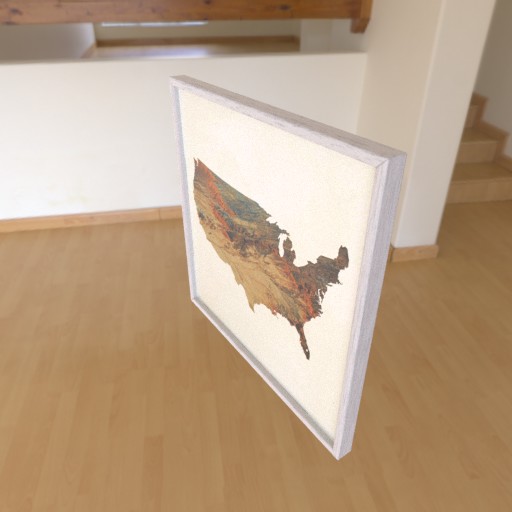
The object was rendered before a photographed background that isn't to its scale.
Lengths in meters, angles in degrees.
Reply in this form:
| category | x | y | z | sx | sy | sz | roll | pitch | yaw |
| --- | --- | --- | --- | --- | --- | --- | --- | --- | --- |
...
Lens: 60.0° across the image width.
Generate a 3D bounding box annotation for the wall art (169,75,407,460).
| category | x | y | z | sx | sy | sz | roll | pitch | yaw |
| --- | --- | --- | --- | --- | --- | --- | --- | --- | --- |
| wall art | 0.000 | 0.000 | 1.933 | 0.078 | 1.288 | 1.287 | -20 | 38 | -29 |
